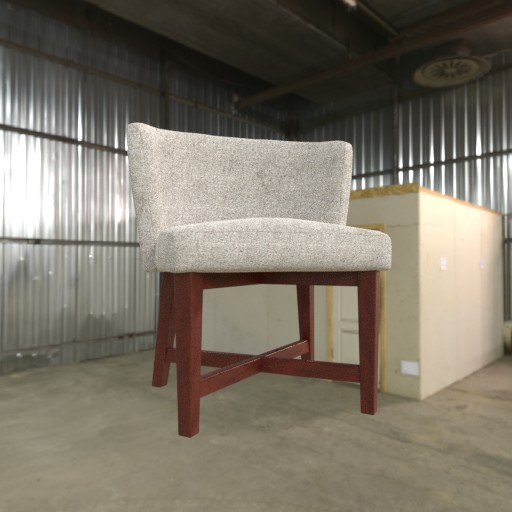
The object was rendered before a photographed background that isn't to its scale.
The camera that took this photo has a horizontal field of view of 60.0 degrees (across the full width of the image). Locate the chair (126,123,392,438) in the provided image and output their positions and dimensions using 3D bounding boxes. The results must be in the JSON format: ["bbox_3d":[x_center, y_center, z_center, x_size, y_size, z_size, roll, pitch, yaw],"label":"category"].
[{"bbox_3d":[0.000,0.000,1.302,0.728,0.827,0.575,0,0,-18],"label":"chair"}]
